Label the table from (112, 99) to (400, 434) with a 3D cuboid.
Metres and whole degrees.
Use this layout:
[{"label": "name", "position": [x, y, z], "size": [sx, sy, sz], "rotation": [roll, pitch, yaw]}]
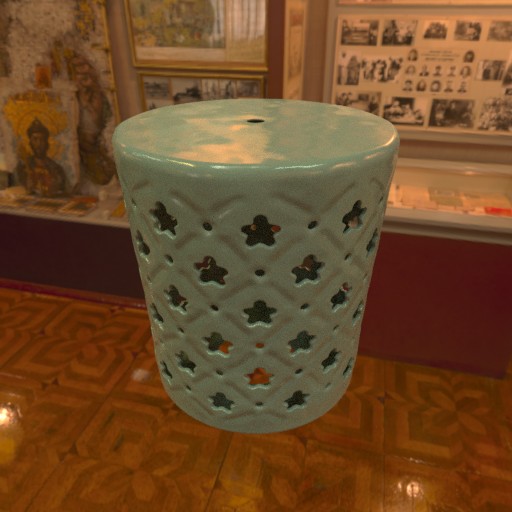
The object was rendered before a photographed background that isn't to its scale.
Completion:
[{"label": "table", "position": [0.000, 0.000, 0.646], "size": [0.352, 0.387, 0.352], "rotation": [0, 29, 0]}]
